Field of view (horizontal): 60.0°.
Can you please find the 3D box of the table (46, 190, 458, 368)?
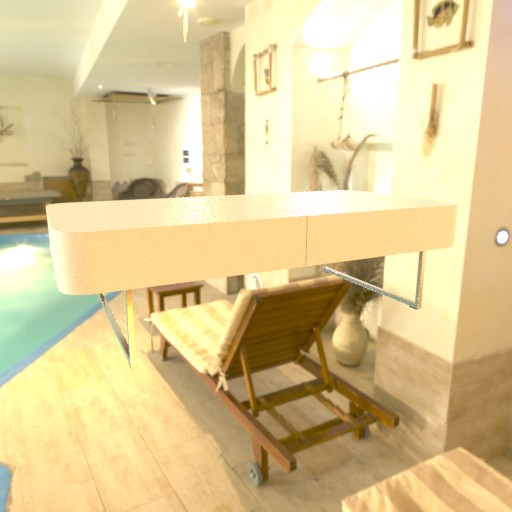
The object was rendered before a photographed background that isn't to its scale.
[{"bbox_3d":[0.000,0.000,1.446,1.200,0.340,0.600,-6,15,-25],"label":"table"}]
